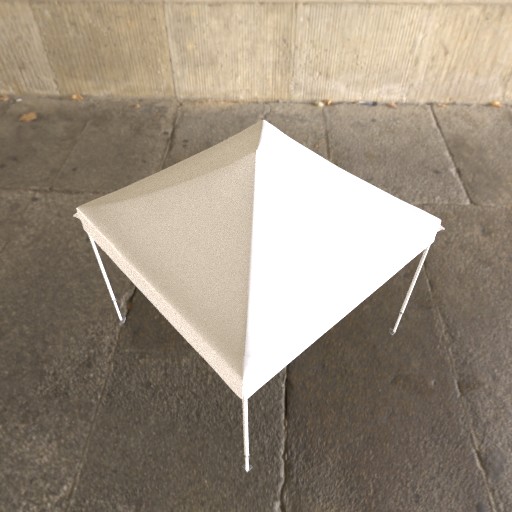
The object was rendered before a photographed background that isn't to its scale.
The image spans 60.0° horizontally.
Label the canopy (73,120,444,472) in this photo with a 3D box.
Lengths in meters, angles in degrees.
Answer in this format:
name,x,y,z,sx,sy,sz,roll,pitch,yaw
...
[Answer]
name,x,y,z,sx,sy,sz,roll,pitch,yaw
canopy,0.000,0.000,5.450,2.996,2.998,2.994,-33,55,-27
